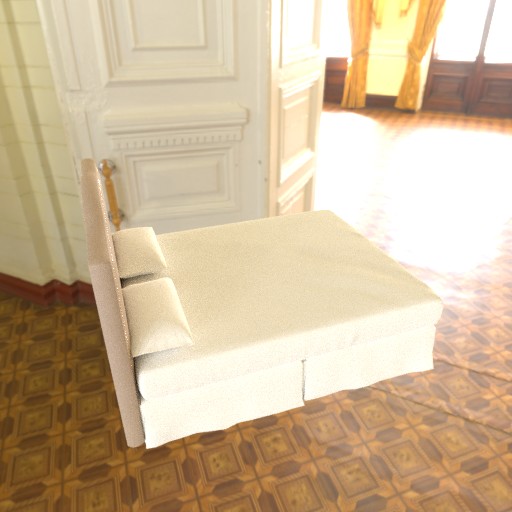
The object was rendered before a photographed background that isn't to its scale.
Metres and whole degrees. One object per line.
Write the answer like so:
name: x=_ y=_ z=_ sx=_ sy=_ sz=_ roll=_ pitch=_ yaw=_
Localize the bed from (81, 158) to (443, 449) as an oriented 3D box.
bed: x=0.000 y=0.000 z=3.401 sx=2.282 sy=1.436 sz=1.821 roll=-10 pitch=32 yaw=-17
